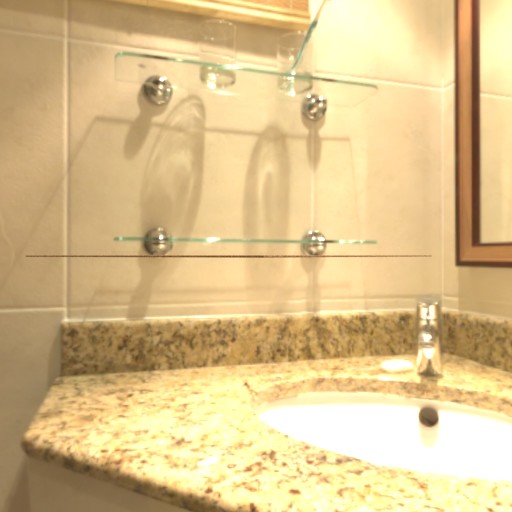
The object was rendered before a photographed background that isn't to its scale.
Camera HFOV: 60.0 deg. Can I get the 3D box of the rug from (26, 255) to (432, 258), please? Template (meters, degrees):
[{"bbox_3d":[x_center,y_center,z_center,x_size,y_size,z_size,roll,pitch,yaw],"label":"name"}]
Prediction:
[{"bbox_3d":[0.000,0.000,4.288,2.448,0.013,3.205,0,0,36],"label":"rug"}]
